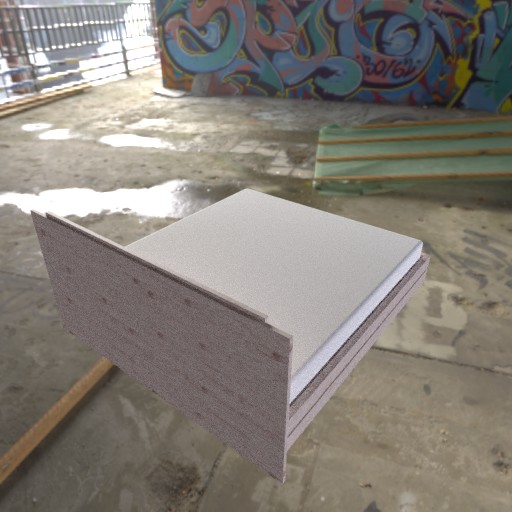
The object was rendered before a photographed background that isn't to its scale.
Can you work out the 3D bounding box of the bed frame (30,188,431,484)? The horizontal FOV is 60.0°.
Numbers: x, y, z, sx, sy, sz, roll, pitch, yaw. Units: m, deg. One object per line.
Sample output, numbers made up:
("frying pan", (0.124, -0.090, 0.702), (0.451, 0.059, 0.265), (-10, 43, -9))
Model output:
("bed frame", (0.000, 0.000, 3.192), (1.950, 0.970, 2.080), (22, 37, 32))
